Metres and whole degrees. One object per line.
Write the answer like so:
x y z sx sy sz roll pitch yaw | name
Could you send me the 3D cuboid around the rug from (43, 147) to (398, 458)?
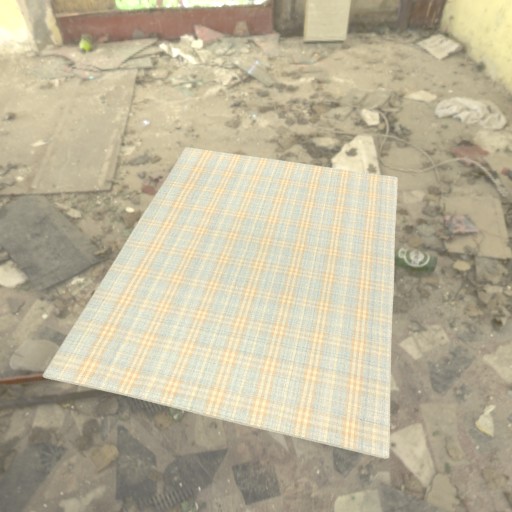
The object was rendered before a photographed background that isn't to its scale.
0.000 0.000 4.031 2.462 0.030 3.066 10 47 9 | rug
